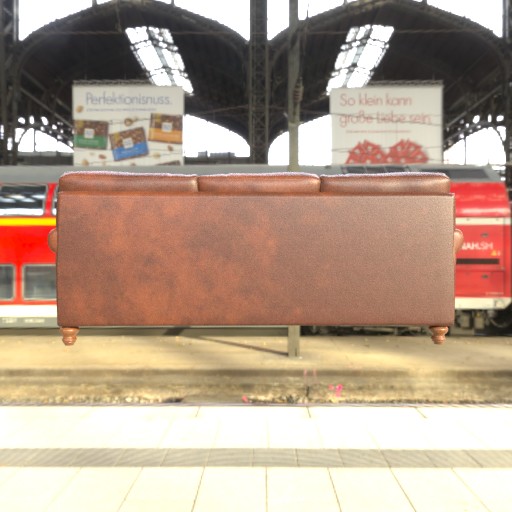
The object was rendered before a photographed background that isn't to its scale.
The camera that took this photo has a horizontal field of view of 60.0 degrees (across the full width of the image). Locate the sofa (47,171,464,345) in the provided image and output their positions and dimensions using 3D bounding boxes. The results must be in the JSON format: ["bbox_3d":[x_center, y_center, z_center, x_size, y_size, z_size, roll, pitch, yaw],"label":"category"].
[{"bbox_3d":[0.000,0.000,2.853,2.351,0.977,0.973,0,0,-1],"label":"sofa"}]
